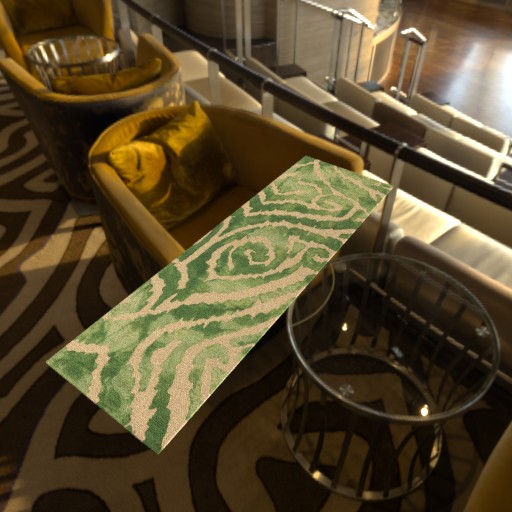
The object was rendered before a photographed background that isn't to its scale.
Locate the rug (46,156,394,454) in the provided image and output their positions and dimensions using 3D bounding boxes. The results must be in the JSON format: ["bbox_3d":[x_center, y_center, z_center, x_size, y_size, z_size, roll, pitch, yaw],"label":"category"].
[{"bbox_3d":[0.000,0.000,2.714,0.761,0.006,2.438,26,48,26],"label":"rug"}]
